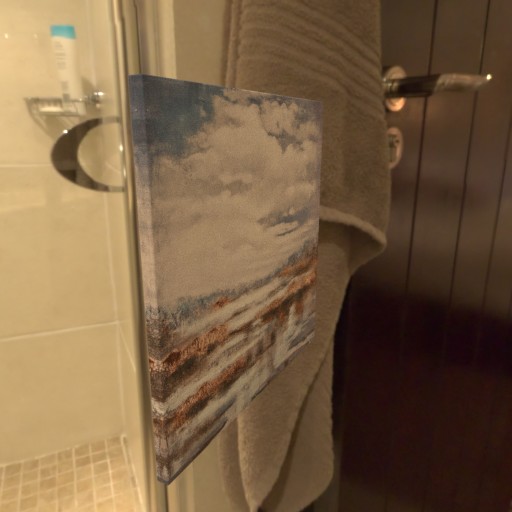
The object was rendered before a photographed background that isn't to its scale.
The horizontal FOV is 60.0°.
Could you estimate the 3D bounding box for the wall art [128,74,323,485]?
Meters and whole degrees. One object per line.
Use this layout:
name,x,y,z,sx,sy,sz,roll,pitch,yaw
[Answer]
wall art,0.000,0.000,1.293,0.035,0.897,0.888,9,18,28
